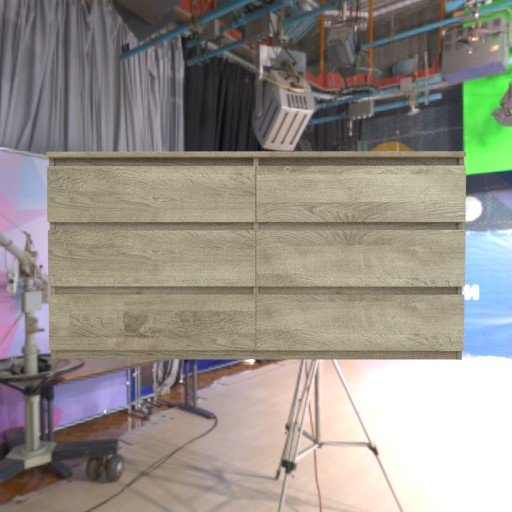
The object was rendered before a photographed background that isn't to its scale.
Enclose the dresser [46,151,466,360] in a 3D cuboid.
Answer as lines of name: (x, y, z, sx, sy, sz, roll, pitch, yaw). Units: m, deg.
dresser: (0.000, 0.000, 1.871, 1.590, 0.795, 0.390, 0, 1, 0)
